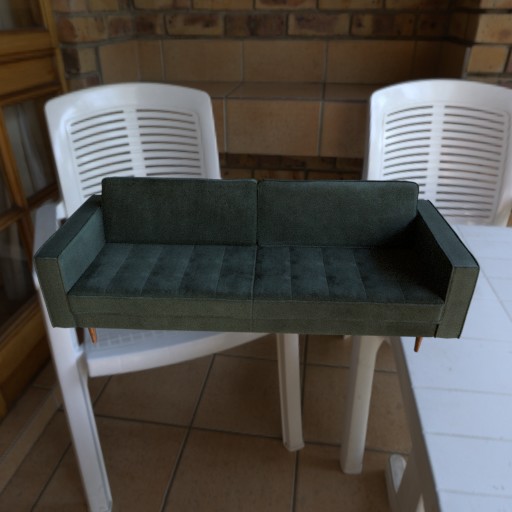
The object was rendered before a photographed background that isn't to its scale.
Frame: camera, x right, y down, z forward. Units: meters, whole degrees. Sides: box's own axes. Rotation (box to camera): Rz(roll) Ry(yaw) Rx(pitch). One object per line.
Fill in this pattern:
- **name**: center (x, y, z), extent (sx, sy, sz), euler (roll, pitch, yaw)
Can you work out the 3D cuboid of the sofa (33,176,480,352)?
- **sofa**: center (0.000, 0.000, 2.598), extent (2.214, 0.781, 0.886), euler (1, 29, 2)
